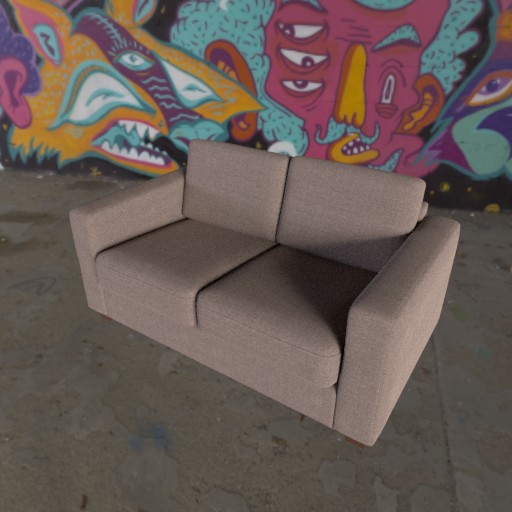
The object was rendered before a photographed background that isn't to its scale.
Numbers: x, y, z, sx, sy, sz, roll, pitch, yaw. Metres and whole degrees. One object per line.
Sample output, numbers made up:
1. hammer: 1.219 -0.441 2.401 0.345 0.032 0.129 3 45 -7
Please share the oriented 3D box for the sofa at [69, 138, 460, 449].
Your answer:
1. sofa: 0.000 0.000 2.001 1.520 0.800 0.900 18 33 29
